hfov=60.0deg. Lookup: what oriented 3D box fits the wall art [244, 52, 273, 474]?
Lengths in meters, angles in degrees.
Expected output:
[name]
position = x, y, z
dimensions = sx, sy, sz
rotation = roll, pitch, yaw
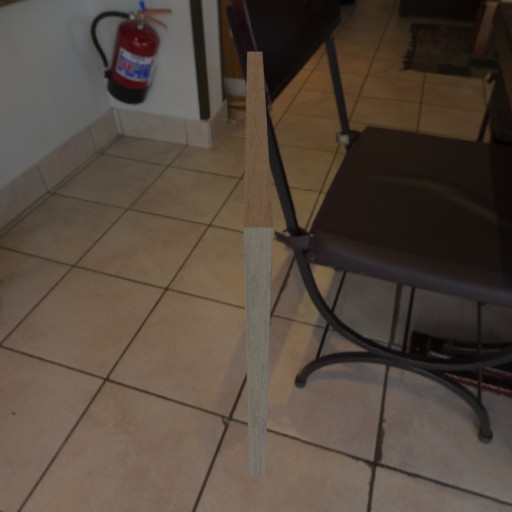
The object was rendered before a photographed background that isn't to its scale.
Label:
[wall art]
position = 0.000, 0.000, 1.122
dimensions = 0.039, 0.758, 0.758
rotation = 0, 41, 0
